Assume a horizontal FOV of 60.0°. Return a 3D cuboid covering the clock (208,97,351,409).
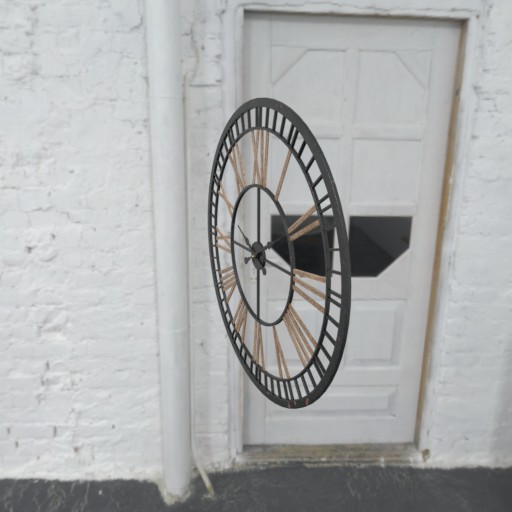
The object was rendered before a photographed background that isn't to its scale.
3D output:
[{"bbox_3d":[0.000,0.000,1.251,0.025,0.843,0.843,-7,17,-24],"label":"clock"}]
